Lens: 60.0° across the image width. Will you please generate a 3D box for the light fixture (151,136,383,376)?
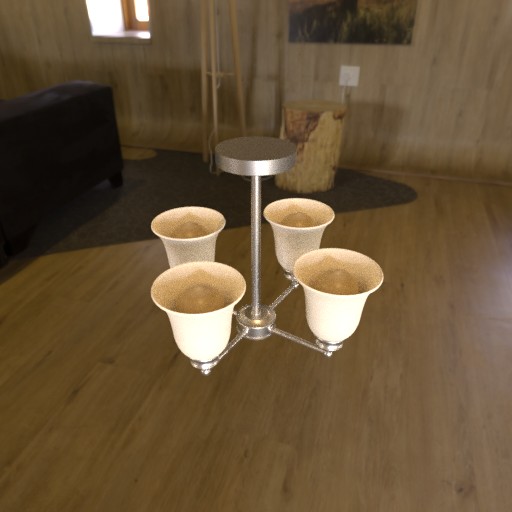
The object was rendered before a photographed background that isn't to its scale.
[{"bbox_3d":[0.000,0.000,0.746,0.427,0.370,0.427,19,35,28],"label":"light fixture"}]
